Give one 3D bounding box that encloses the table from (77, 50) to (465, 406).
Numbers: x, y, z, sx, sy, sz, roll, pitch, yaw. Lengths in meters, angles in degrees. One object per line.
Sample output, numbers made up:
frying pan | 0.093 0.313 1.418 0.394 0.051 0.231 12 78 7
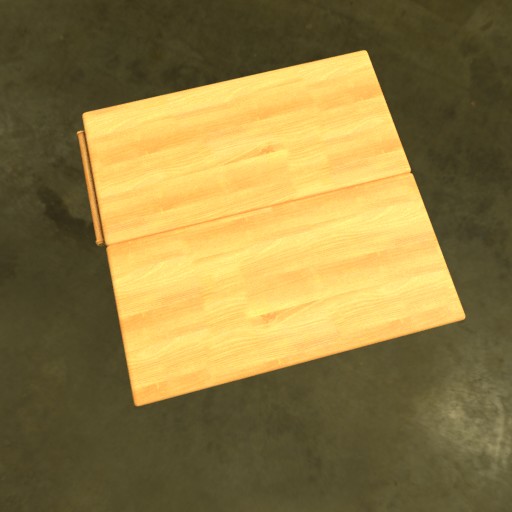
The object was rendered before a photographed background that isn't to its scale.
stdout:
table | 0.000 0.000 1.404 0.752 0.832 0.693 -14 76 -3
